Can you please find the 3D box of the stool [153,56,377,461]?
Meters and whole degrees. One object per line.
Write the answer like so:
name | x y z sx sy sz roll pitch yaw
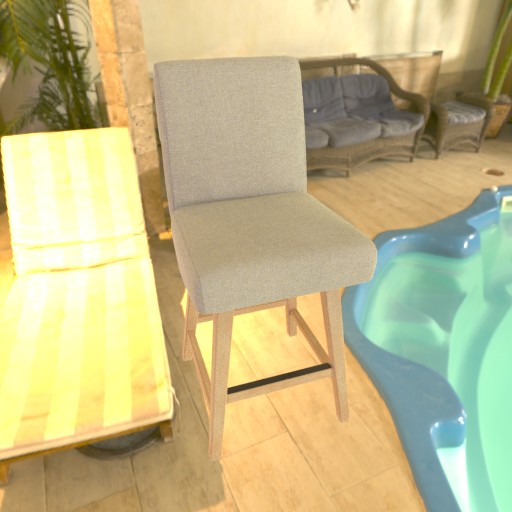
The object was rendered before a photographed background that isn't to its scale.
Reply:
stool | 0.000 0.000 1.392 0.507 1.085 0.606 -10 32 -16
